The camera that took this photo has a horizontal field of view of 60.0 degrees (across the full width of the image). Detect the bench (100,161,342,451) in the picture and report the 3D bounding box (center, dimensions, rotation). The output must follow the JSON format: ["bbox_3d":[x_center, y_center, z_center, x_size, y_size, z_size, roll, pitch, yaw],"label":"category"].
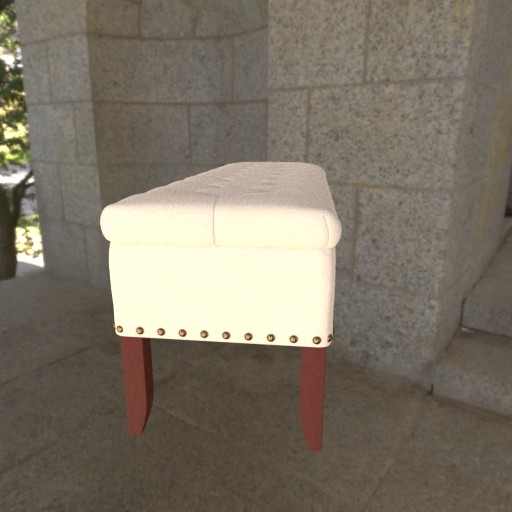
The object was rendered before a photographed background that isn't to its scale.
[{"bbox_3d":[0.000,0.000,1.254,0.400,0.470,1.054,2,15,7],"label":"bench"}]
